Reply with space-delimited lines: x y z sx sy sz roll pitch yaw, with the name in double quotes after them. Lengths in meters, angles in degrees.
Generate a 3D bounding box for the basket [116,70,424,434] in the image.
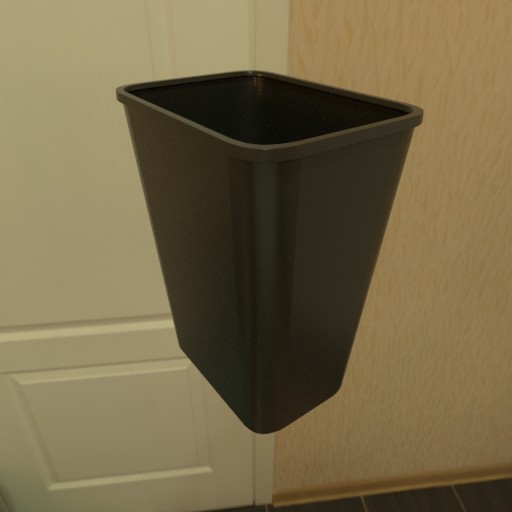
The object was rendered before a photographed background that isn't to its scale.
0.000 0.000 0.755 0.287 0.521 0.394 -21 38 -30 "basket"
